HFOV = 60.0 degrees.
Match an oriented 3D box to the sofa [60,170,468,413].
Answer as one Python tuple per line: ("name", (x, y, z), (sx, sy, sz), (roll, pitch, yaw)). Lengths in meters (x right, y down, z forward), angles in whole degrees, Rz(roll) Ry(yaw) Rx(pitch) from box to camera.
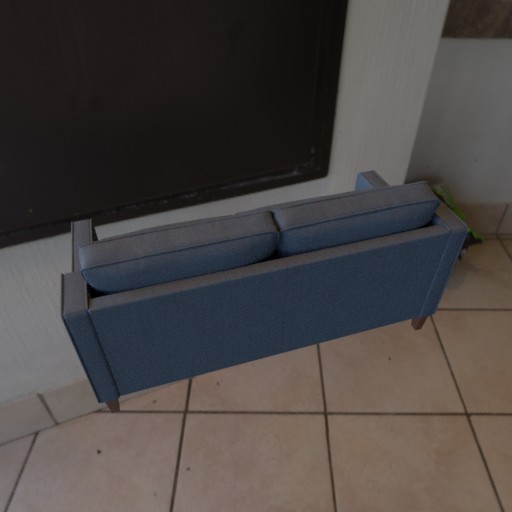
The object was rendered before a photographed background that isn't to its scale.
("sofa", (0.000, 0.000, 2.844), (2.178, 1.071, 1.066), (-12, 42, -13))
